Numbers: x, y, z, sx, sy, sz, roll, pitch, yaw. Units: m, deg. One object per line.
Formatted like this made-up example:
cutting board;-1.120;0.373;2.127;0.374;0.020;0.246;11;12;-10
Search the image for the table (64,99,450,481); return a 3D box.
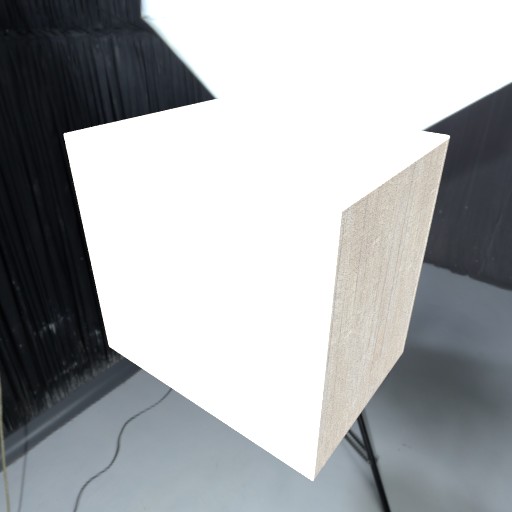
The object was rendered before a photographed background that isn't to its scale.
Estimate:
table;0.000;0.000;0.934;0.570;0.510;0.420;21;36;32
